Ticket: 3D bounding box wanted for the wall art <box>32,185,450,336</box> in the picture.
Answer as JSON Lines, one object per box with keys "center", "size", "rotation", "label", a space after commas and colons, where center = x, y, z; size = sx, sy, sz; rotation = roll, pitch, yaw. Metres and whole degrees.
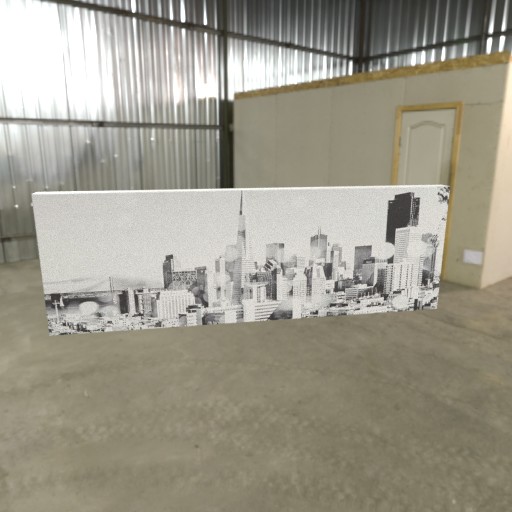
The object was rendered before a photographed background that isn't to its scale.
{"center": [0.000, 0.000, 0.851], "size": [0.766, 0.256, 0.036], "rotation": [-3, 15, -10], "label": "wall art"}
